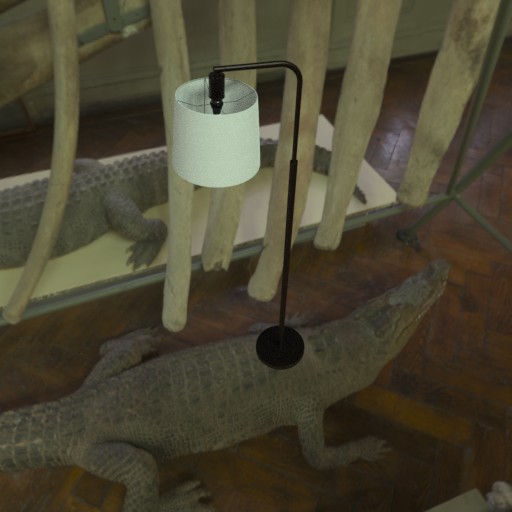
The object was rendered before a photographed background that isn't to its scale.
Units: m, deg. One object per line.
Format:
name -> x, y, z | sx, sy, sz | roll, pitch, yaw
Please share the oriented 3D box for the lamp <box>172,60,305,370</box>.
lamp -> 0.000, 0.000, 1.678 | 0.508, 1.478, 0.254 | -16, 49, -14
